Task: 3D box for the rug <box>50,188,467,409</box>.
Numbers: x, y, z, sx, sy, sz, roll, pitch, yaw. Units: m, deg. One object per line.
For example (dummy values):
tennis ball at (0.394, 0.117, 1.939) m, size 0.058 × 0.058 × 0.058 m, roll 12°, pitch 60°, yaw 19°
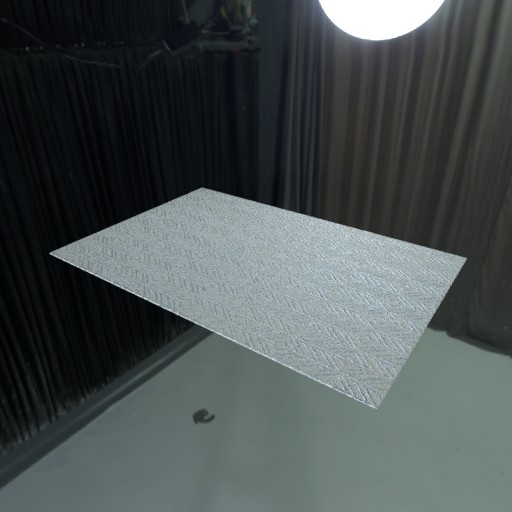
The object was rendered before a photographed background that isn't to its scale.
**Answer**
rug at (0.000, 0.000, 2.331) m, size 1.824 × 0.008 × 1.220 m, roll 19°, pitch 34°, yaw 30°
